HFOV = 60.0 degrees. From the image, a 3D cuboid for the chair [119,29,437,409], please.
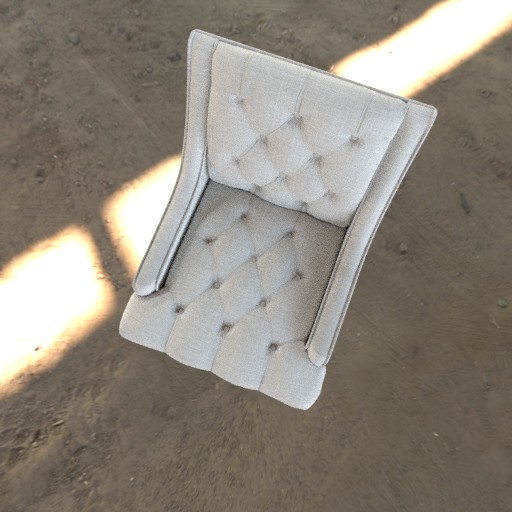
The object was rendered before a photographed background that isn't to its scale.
[{"bbox_3d":[0.000,0.000,1.395,0.658,0.891,0.772,21,76,5],"label":"chair"}]
